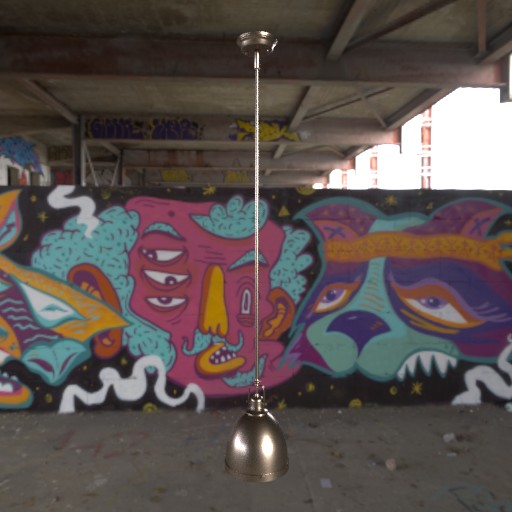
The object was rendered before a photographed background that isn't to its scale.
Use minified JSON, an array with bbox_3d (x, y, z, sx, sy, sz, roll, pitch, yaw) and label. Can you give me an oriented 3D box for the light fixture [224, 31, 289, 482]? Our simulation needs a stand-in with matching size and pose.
[{"bbox_3d":[0.000,0.000,1.430,0.217,1.367,0.211,0,2,17],"label":"light fixture"}]
